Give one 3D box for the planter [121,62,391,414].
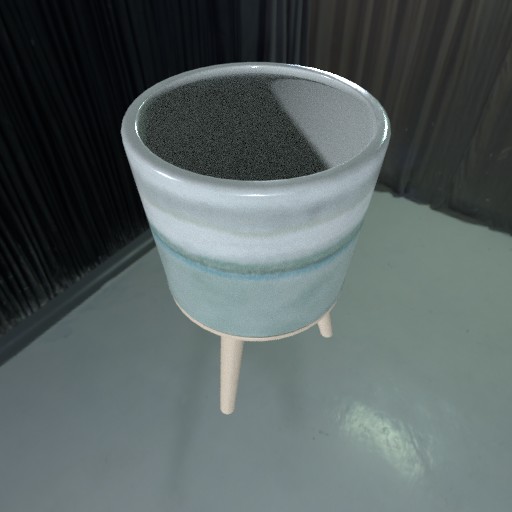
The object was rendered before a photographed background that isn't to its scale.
[{"bbox_3d":[0.000,0.000,0.583,0.265,0.404,0.265,25,50,23],"label":"planter"}]
